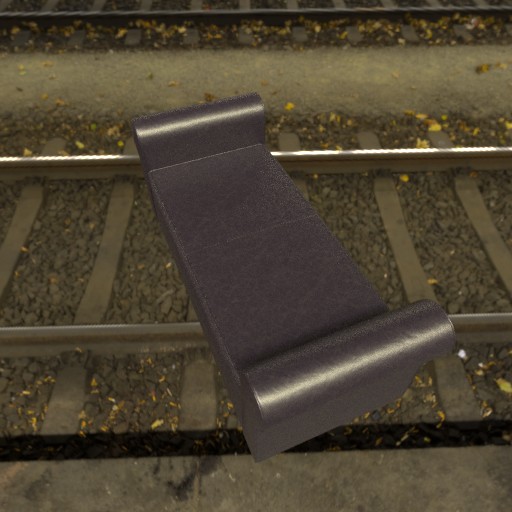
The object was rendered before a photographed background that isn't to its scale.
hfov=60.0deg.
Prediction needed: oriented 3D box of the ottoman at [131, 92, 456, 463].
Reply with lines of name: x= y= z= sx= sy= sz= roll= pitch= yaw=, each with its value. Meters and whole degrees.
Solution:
ottoman: x=0.000 y=0.000 z=1.538 sx=0.521 sy=0.547 sz=1.256 roll=-18 pitch=51 yaw=-15
